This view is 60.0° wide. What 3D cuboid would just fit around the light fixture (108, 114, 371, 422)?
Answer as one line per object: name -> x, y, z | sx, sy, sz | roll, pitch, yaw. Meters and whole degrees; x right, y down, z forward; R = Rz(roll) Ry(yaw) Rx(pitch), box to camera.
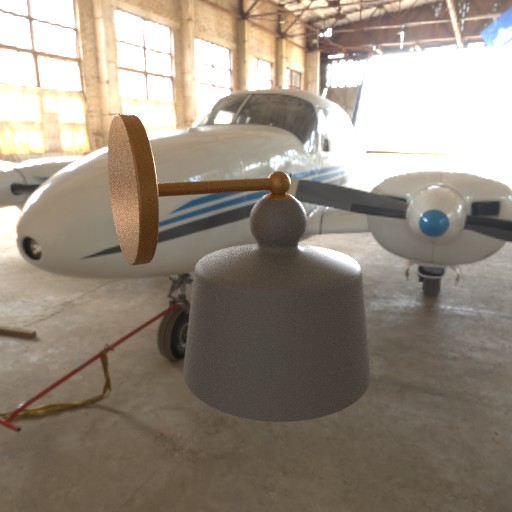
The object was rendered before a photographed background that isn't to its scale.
light fixture -> 0.000, 0.000, 0.448 | 0.254, 0.268, 0.204 | -8, 17, -26
